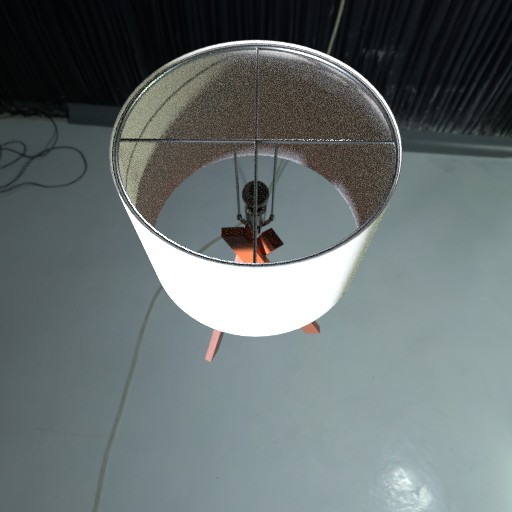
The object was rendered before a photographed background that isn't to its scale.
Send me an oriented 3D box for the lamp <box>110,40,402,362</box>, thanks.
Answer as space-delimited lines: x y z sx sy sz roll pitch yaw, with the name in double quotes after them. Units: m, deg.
0.000 0.000 0.886 0.380 0.686 0.380 1 63 0 "lamp"
